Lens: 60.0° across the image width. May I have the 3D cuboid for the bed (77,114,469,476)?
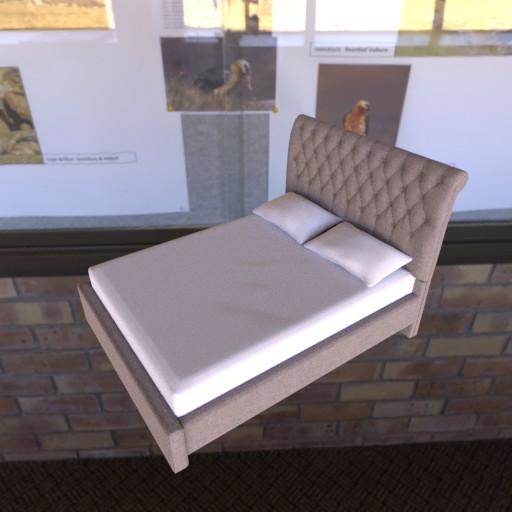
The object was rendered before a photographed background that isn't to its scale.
[{"bbox_3d":[0.000,0.000,3.258,2.252,1.371,1.645,-21,38,-29],"label":"bed"}]
